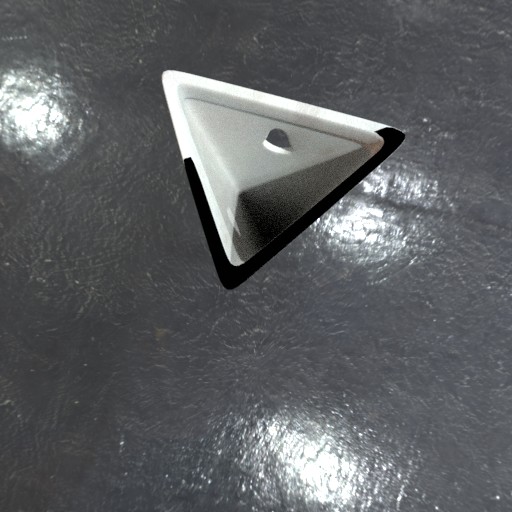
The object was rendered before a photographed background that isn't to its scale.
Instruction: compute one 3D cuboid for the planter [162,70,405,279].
[{"bbox_3d":[0.000,0.000,0.160,0.058,0.130,0.047,16,77,4],"label":"planter"}]
